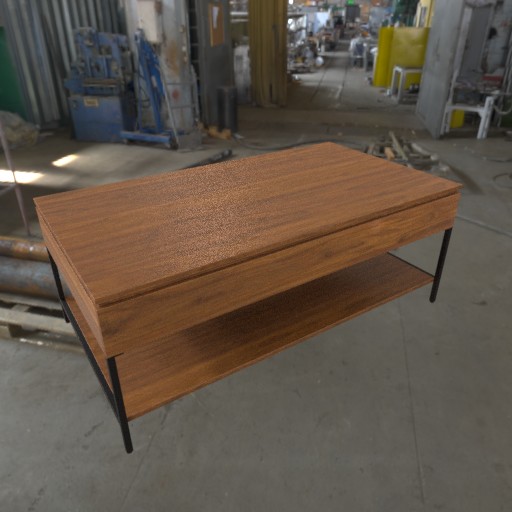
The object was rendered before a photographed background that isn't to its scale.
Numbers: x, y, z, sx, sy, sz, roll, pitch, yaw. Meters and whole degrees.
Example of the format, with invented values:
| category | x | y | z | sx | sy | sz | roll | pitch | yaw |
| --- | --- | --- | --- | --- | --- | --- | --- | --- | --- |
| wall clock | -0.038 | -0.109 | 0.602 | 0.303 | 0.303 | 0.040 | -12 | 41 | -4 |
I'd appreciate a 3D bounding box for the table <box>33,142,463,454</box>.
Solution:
| category | x | y | z | sx | sy | sz | roll | pitch | yaw |
| --- | --- | --- | --- | --- | --- | --- | --- | --- | --- |
| table | 0.000 | 0.000 | 1.337 | 1.057 | 0.414 | 0.574 | -18 | 34 | -29 |
